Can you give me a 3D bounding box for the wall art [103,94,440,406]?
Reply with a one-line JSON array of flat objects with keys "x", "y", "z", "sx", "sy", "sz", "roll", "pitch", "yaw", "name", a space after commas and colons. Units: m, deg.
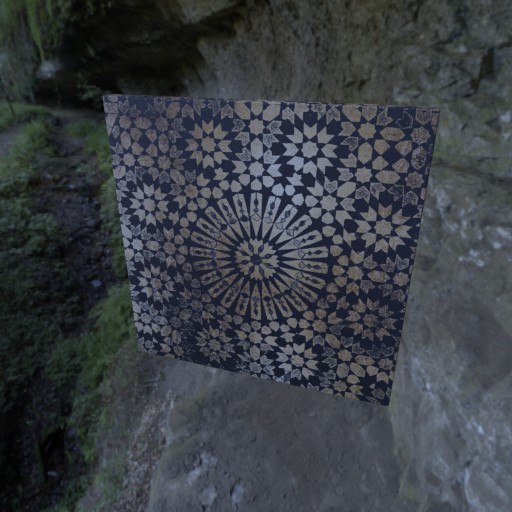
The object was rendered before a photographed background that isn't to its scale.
[{"x": 0.000, "y": 0.000, "z": 0.919, "sx": 0.612, "sy": 0.612, "sz": 0.038, "roll": 8, "pitch": 27, "yaw": 16, "name": "wall art"}]
